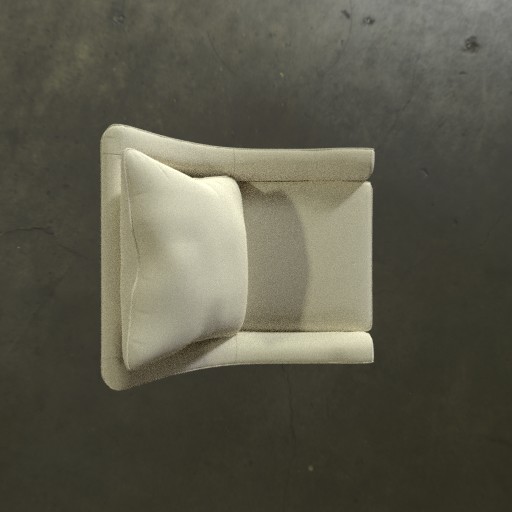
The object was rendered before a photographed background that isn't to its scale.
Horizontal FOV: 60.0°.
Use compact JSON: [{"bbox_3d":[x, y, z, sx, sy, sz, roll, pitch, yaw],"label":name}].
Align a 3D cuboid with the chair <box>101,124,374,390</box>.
[{"bbox_3d":[0.000,0.000,1.580,0.876,0.965,0.756,0,90,-1],"label":"chair"}]
